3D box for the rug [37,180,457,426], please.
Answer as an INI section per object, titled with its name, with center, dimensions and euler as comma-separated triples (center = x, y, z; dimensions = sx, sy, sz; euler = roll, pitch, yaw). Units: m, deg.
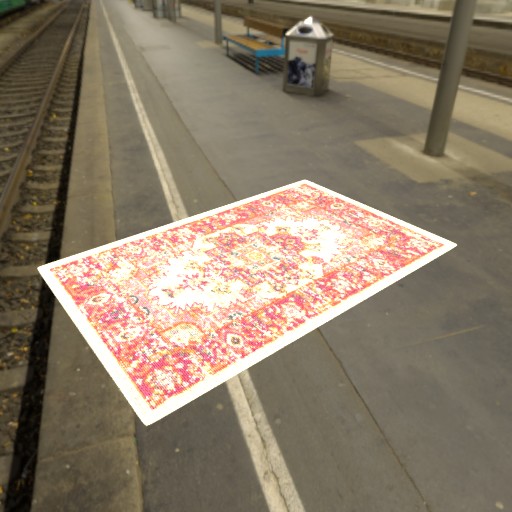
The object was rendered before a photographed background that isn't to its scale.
[rug]
center = 0.000, 0.000, 1.079
dimensions = 0.868, 0.004, 0.556
euler = -23, 38, -32
